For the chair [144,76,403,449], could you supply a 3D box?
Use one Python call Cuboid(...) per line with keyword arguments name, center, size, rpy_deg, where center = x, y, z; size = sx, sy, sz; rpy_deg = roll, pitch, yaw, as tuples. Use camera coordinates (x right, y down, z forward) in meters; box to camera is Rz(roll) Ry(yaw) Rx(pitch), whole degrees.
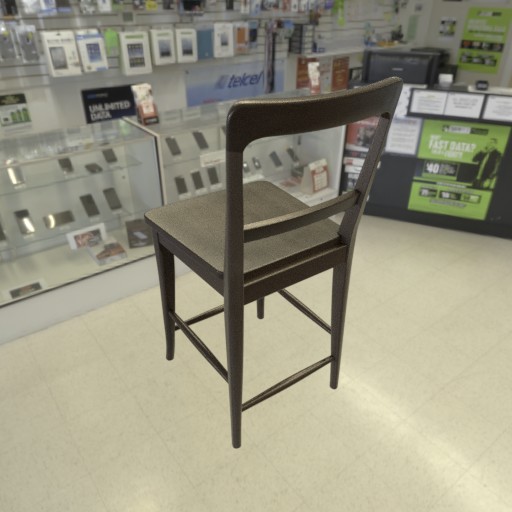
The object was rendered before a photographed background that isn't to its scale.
Cuboid(name="chair", center=(0.000, 0.000, 1.263), size=(0.450, 0.991, 0.546), rpy_deg=(-20, 37, -29))
